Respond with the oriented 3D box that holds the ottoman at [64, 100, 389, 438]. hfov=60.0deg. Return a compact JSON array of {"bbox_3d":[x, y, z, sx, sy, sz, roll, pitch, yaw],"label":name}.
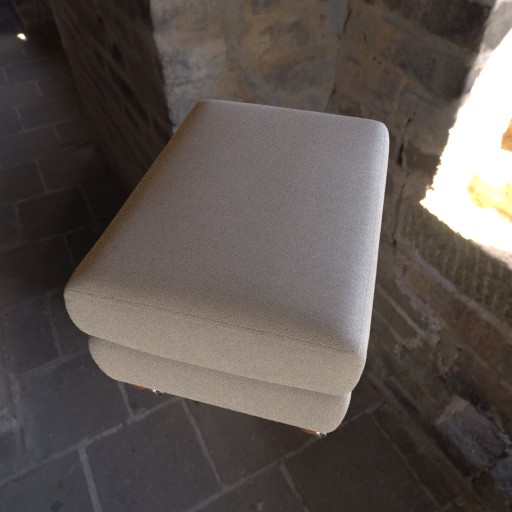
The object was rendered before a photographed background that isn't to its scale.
[{"bbox_3d":[0.000,0.000,1.146,0.569,0.504,0.773,11,48,10],"label":"ottoman"}]
